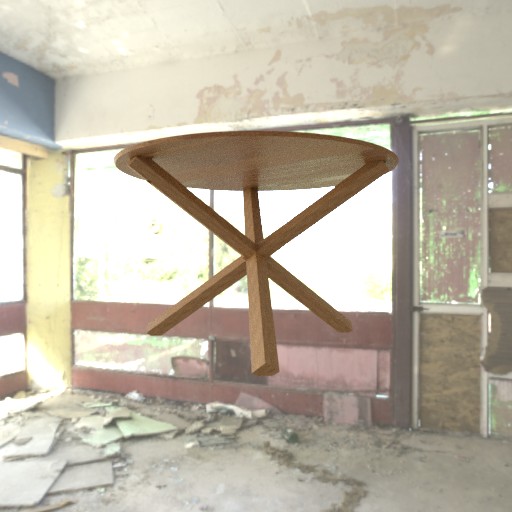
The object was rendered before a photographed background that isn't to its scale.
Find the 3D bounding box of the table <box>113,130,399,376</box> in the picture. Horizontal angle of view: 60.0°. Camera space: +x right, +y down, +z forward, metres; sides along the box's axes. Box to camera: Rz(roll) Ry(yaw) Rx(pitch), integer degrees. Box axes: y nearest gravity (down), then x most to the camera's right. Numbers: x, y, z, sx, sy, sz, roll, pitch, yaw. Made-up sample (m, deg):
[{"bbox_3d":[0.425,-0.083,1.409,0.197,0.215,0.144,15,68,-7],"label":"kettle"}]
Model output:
[{"bbox_3d":[0.000,0.000,1.693,1.038,0.666,1.038,0,0,0],"label":"table"}]
